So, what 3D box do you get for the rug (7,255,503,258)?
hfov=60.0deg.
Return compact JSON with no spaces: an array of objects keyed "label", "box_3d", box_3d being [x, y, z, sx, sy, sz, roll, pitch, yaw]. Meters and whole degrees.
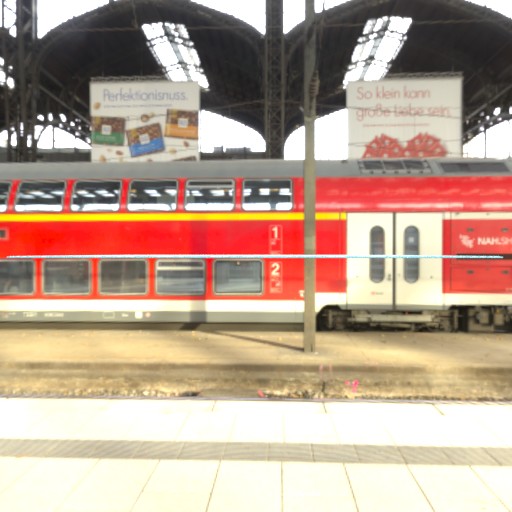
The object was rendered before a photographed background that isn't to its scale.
[{"label":"rug","box_3d":[0.000,0.000,3.836,2.980,0.012,2.363,0,0,1]}]
